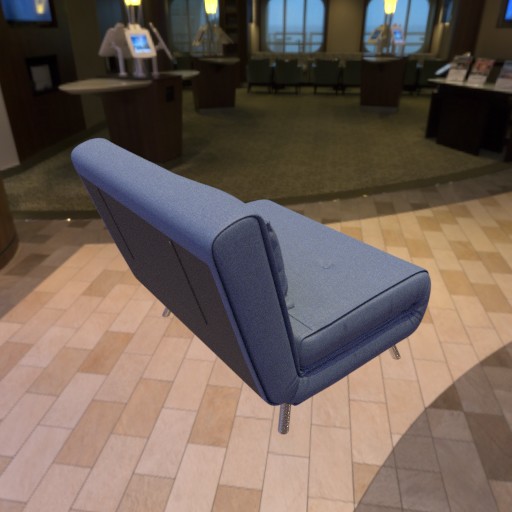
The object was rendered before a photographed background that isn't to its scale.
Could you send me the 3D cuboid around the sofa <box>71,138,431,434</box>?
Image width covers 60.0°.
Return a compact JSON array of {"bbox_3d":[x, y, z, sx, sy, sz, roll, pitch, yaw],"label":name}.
[{"bbox_3d":[0.000,0.000,1.744,0.996,0.860,0.999,-20,33,-33],"label":"sofa"}]
